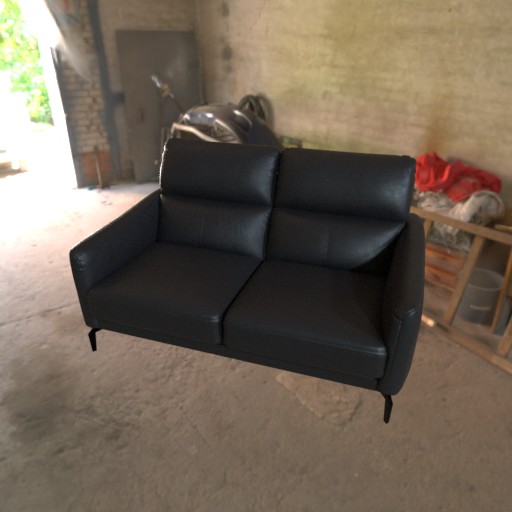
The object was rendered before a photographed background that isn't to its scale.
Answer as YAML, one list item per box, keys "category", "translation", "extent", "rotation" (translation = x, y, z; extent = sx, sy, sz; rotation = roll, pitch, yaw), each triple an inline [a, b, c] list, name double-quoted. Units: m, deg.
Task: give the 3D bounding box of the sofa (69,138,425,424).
- category: "sofa"
  translation: [0.000, 0.000, 2.229]
  extent: [1.596, 0.920, 0.958]
  rotation: [9, 28, 17]
